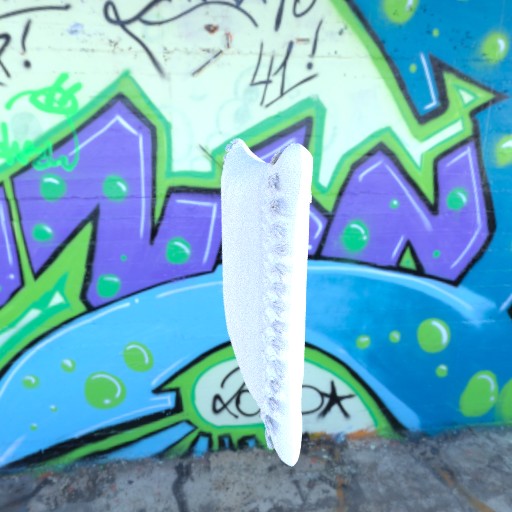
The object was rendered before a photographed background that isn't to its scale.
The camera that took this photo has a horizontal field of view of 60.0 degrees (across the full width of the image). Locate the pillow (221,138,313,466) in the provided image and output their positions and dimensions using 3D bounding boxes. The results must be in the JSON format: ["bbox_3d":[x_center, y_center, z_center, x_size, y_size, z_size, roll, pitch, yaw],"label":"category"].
[{"bbox_3d":[0.000,0.000,0.597,0.084,0.305,0.466,-2,16,-8],"label":"pillow"}]
